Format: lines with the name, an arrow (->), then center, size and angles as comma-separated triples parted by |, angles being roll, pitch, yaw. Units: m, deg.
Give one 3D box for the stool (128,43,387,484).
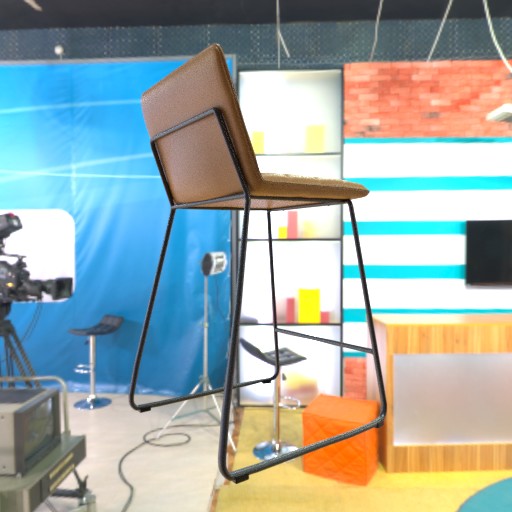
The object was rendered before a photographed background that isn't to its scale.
stool -> 0.000, 0.000, 1.176 | 0.524, 0.866, 0.489 | -1, 1, -37
